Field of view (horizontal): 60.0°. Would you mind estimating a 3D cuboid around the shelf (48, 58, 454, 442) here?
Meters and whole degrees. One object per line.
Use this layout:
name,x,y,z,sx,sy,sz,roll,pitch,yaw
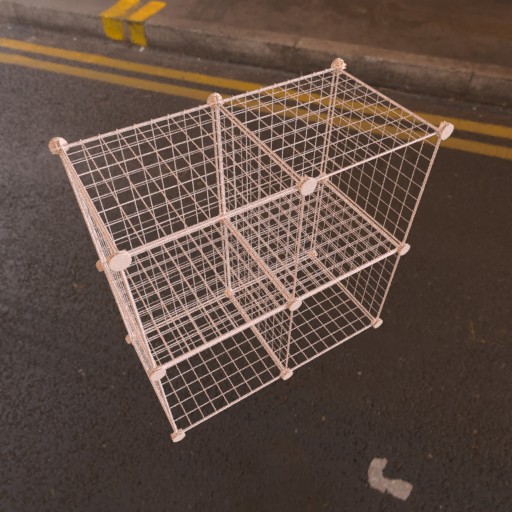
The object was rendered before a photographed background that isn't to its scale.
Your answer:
shelf,0.000,0.000,1.118,0.711,0.711,0.356,-24,52,-21
